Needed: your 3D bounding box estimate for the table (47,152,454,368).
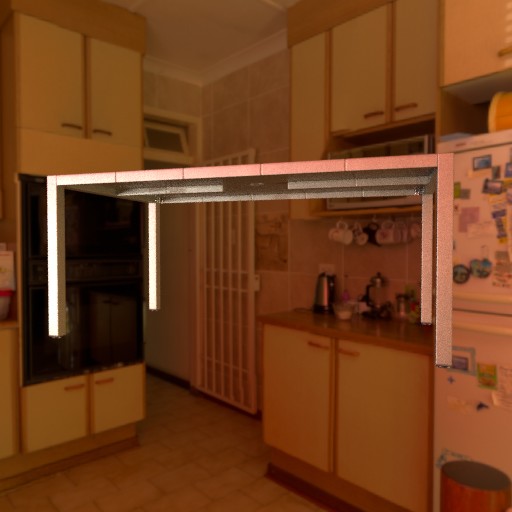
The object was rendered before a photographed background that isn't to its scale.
[{"bbox_3d":[0.000,0.000,2.182,1.680,0.735,0.914,0,2,17],"label":"table"}]
